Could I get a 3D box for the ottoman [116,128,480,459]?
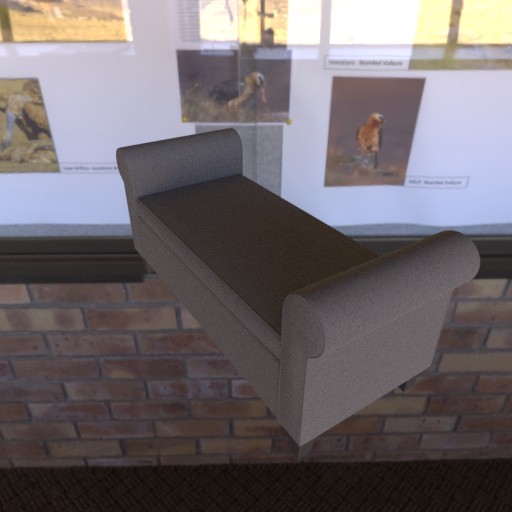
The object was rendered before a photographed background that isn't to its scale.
[{"bbox_3d":[0.000,0.000,1.534,0.521,0.547,1.256,-19,36,-28],"label":"ottoman"}]
